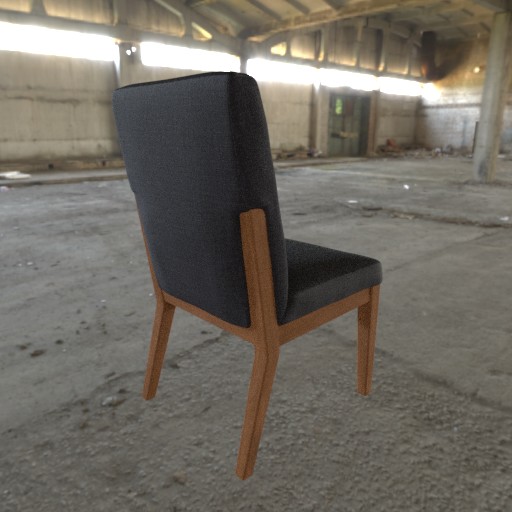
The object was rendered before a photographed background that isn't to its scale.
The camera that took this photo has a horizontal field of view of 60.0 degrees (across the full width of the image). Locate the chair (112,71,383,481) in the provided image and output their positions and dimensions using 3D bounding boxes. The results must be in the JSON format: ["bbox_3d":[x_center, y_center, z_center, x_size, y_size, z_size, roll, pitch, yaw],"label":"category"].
[{"bbox_3d":[0.000,0.000,1.270,0.586,0.911,0.507,-14,21,-41],"label":"chair"}]
